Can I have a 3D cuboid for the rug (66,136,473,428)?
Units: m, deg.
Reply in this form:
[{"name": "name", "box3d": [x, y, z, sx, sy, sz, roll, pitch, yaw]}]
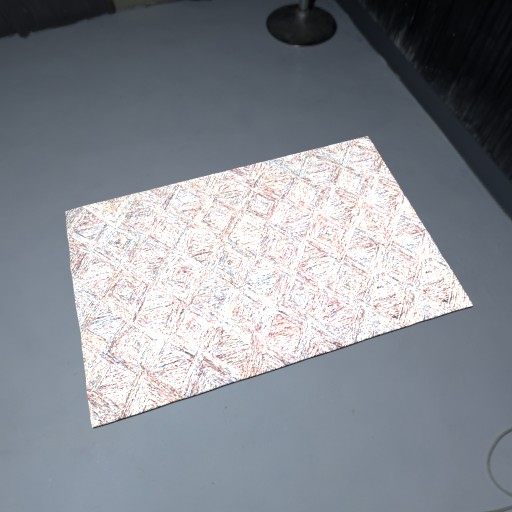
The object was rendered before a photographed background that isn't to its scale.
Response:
[{"name": "rug", "box3d": [0.000, 0.000, 2.195, 1.761, 0.014, 1.143, -16, 61, -9]}]
